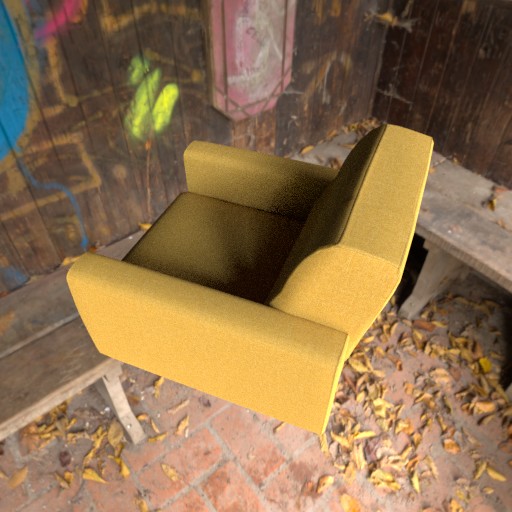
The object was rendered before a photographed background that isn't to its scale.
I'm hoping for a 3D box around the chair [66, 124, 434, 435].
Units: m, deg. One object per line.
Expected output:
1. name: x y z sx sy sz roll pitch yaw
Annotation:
1. chair: 0.000 0.000 1.511 0.909 0.841 0.831 16 47 16
